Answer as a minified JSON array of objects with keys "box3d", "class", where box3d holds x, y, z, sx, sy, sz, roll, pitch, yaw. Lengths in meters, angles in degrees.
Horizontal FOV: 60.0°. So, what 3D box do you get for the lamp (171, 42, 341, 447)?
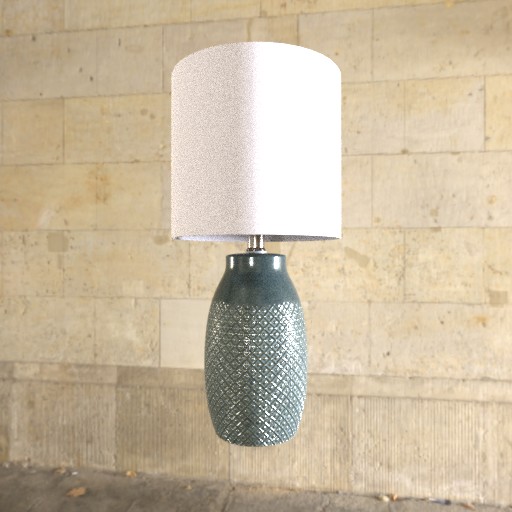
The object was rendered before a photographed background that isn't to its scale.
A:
[{"box3d":[0.000,0.000,0.576,0.217,0.453,0.217,0,0,-35],"class":"lamp"}]
